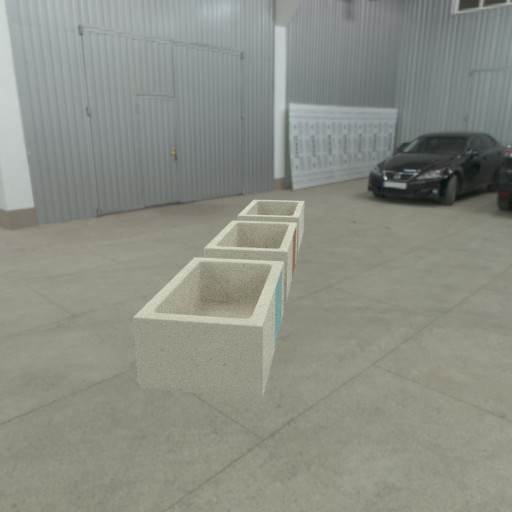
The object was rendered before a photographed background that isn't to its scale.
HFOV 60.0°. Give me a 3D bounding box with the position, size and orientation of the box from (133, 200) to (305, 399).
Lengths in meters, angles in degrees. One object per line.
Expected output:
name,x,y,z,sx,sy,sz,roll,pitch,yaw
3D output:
box,0.000,0.000,0.494,0.082,0.051,0.461,3,17,9
